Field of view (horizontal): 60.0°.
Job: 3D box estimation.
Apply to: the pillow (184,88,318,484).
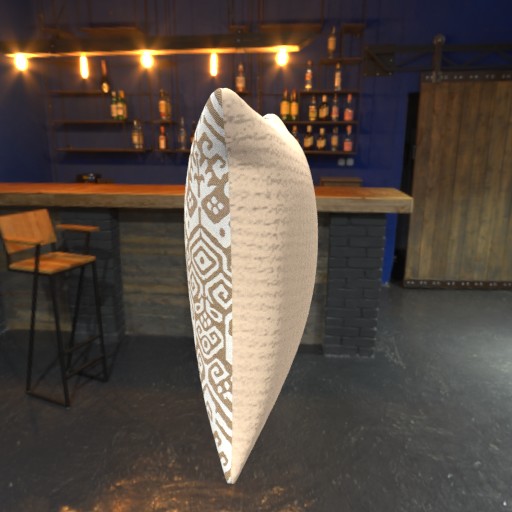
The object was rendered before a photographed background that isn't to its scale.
[{"bbox_3d":[0.000,0.000,0.631,0.173,0.407,0.419,2,15,8],"label":"pillow"}]
